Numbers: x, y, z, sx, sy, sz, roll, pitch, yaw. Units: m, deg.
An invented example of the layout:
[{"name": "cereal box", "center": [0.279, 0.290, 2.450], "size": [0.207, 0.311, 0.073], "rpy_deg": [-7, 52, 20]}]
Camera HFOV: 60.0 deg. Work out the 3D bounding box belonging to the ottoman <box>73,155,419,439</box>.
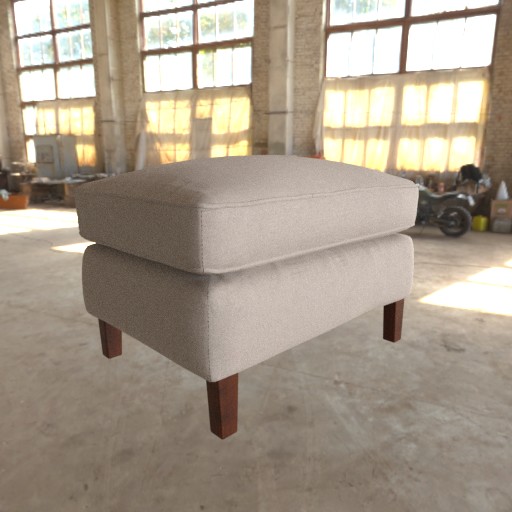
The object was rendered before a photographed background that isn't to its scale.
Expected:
[{"name": "ottoman", "center": [0.000, 0.000, 1.026], "size": [0.665, 0.456, 0.501], "rpy_deg": [-12, 18, -42]}]
